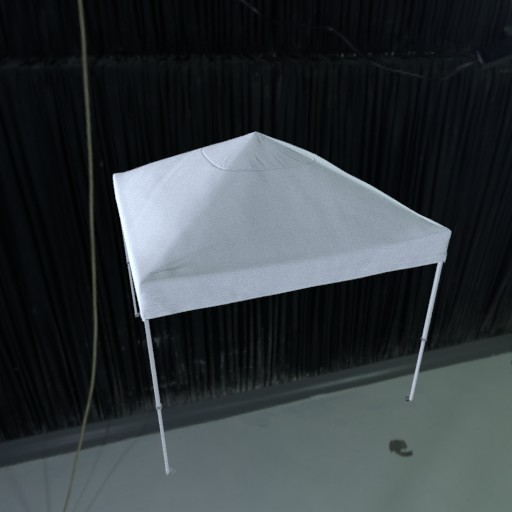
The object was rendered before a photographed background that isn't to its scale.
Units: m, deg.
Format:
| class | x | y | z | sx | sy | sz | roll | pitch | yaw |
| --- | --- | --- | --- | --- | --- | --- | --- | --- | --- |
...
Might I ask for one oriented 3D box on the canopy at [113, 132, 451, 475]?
| class | x | y | z | sx | sy | sz | roll | pitch | yaw |
| --- | --- | --- | --- | --- | --- | --- | --- | --- | --- |
| canopy | 0.000 | 0.000 | 5.430 | 2.998 | 2.997 | 2.996 | -9 | 29 | -17 |
